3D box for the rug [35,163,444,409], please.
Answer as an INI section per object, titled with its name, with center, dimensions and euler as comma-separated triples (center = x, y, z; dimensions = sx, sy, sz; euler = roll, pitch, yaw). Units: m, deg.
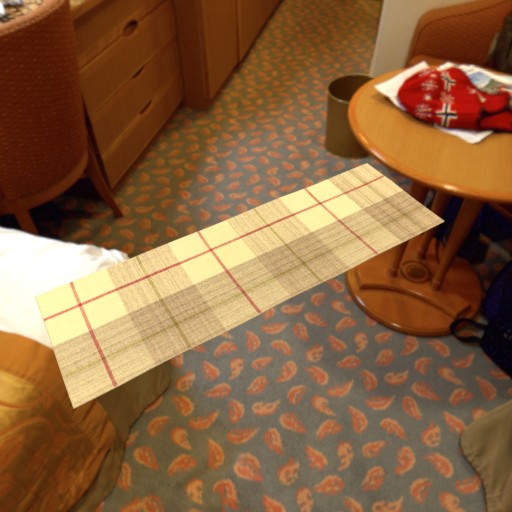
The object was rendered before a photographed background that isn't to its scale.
[rug]
center = 0.000, 0.000, 2.698
dimensions = 2.439, 0.013, 0.762
euler = -24, 51, -21
